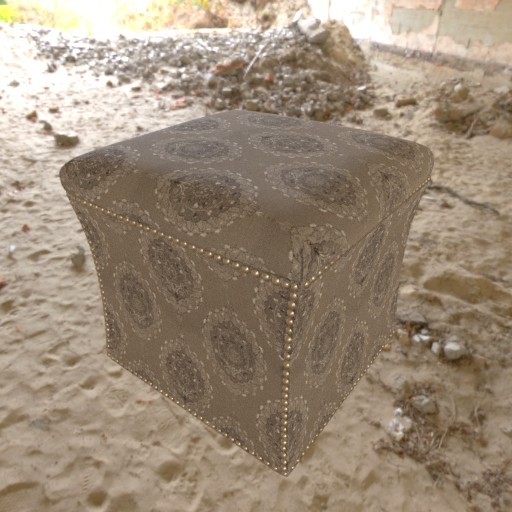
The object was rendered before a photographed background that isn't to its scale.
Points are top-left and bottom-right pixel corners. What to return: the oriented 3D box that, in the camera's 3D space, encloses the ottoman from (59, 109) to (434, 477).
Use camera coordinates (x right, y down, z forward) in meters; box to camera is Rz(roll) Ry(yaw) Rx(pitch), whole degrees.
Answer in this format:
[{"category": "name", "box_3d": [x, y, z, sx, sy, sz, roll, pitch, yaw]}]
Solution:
[{"category": "ottoman", "box_3d": [0.000, 0.000, 0.889, 0.507, 0.473, 0.497, 21, 37, 31]}]
